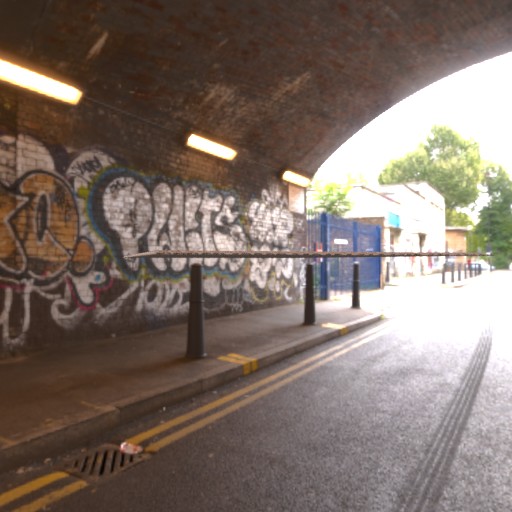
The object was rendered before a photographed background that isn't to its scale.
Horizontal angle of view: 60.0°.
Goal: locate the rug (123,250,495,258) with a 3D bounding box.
[{"bbox_3d":[0.000,0.000,2.285,1.230,0.014,1.847,0,-1,-19],"label":"rug"}]
